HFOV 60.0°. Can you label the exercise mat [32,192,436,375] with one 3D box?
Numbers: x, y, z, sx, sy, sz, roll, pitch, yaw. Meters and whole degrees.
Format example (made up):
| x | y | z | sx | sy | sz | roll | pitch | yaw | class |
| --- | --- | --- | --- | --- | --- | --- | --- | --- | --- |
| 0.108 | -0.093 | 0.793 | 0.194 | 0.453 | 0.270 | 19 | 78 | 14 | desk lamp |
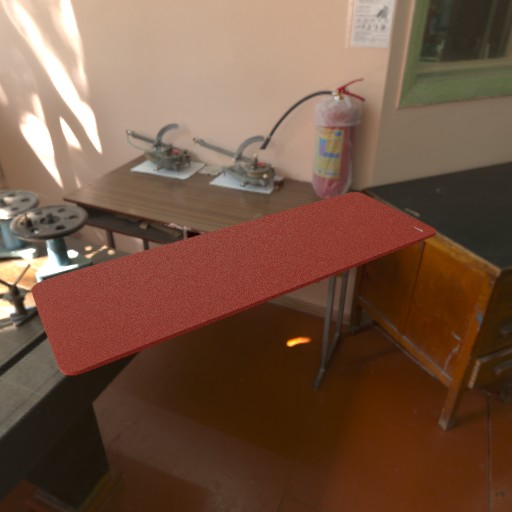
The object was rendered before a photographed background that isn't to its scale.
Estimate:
| x | y | z | sx | sy | sz | roll | pitch | yaw | class |
| --- | --- | --- | --- | --- | --- | --- | --- | --- | --- |
| 0.000 | 0.000 | 2.070 | 1.869 | 0.021 | 0.616 | -18 | 36 | -27 | exercise mat |
